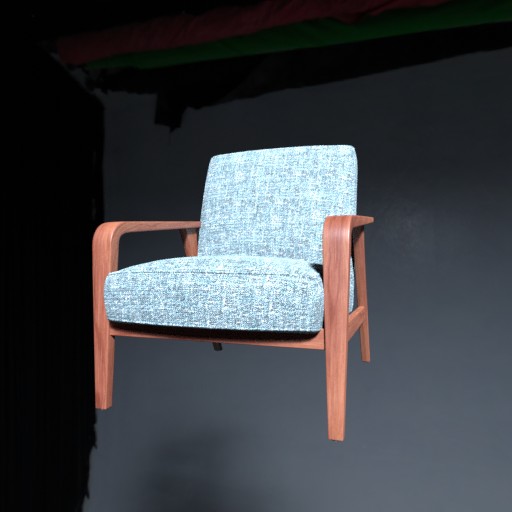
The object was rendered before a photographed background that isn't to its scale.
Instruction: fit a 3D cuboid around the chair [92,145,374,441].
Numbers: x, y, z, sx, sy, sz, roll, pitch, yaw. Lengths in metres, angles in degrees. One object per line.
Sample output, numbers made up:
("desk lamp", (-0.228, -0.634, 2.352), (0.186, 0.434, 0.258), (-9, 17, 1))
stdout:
("chair", (0.000, 0.000, 1.505), (0.719, 0.864, 0.889), (0, 0, 19))
